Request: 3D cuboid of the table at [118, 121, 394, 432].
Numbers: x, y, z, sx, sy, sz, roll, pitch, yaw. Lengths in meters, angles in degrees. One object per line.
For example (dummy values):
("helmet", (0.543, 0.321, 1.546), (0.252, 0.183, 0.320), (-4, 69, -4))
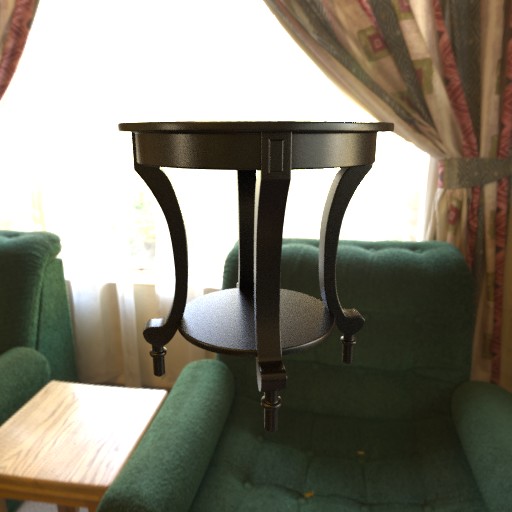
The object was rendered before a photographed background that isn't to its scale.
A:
("table", (0.000, 0.000, 1.081), (0.597, 0.618, 0.597), (0, 16, 0))
